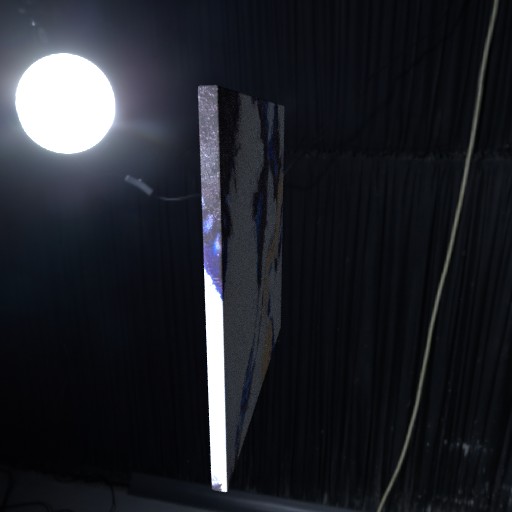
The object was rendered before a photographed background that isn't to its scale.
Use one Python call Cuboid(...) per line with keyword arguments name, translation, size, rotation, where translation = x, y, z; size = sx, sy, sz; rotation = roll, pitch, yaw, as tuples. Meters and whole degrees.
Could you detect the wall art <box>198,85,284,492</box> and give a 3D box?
Cuboid(name="wall art", translation=(0.000, 0.000, 1.323), size=(0.038, 0.885, 0.887), rotation=(3, 17, 11))
